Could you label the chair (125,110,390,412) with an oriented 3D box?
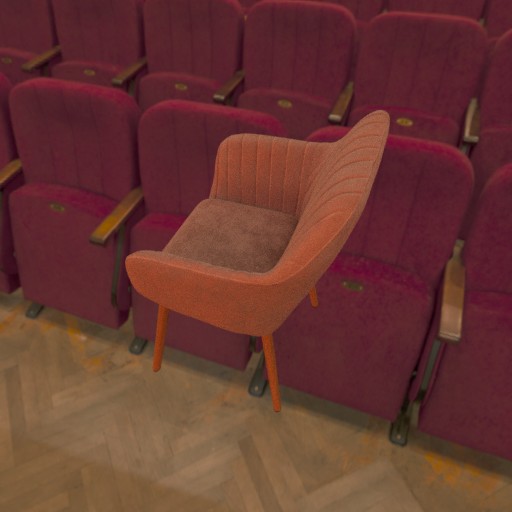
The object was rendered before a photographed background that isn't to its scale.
[{"bbox_3d":[0.000,0.000,1.293,0.570,0.832,0.610,15,47,14],"label":"chair"}]
